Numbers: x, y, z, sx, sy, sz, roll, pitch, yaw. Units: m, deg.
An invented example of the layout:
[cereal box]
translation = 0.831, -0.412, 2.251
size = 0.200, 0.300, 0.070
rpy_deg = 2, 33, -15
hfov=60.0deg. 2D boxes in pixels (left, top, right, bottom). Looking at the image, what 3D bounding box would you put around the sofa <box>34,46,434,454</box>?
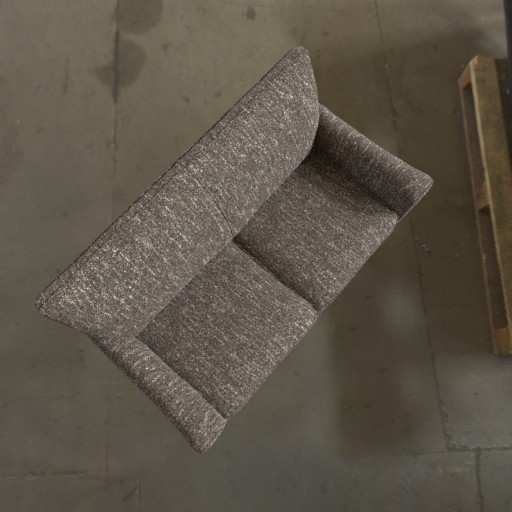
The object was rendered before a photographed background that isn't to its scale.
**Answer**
[sofa]
translation = 0.000, 0.000, 2.040
size = 0.801, 0.946, 1.519
rpy_deg = 41, 79, 10
